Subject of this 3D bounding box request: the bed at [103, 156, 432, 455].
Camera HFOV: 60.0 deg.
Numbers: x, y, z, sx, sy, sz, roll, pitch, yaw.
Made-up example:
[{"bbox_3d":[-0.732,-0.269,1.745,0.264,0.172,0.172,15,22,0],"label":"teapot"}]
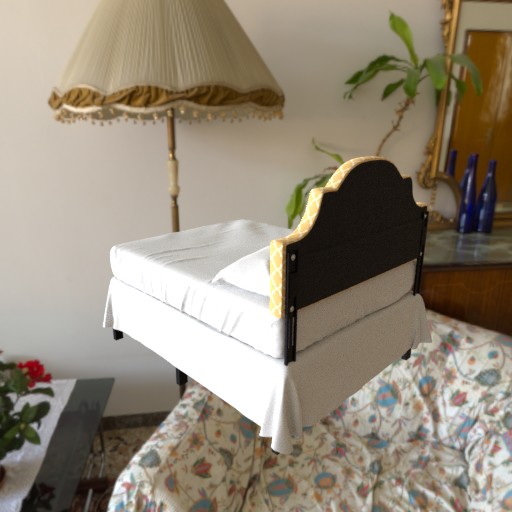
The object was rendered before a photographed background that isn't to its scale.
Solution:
[{"bbox_3d":[0.000,0.000,3.487,1.780,1.633,2.222,-16,23,-42],"label":"bed"}]
